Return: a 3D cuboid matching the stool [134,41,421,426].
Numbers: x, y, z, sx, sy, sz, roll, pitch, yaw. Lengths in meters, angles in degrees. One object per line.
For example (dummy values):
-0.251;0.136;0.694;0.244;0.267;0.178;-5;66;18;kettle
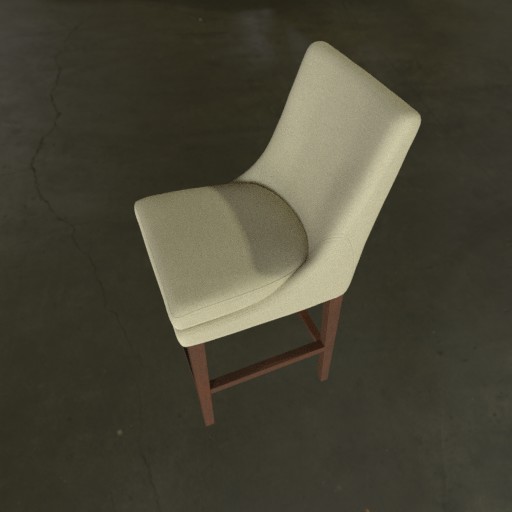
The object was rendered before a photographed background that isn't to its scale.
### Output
0.000;0.000;1.267;0.577;0.981;0.470;-16;49;-15;stool
